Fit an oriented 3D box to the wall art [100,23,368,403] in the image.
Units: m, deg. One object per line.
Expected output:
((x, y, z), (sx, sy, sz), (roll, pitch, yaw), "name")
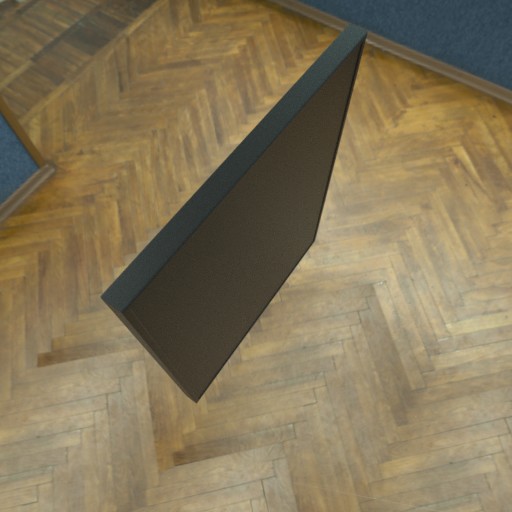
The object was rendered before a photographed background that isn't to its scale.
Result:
((0.000, 0.000, 0.722), (0.028, 0.551, 0.451), (32, 68, 15), "wall art")
